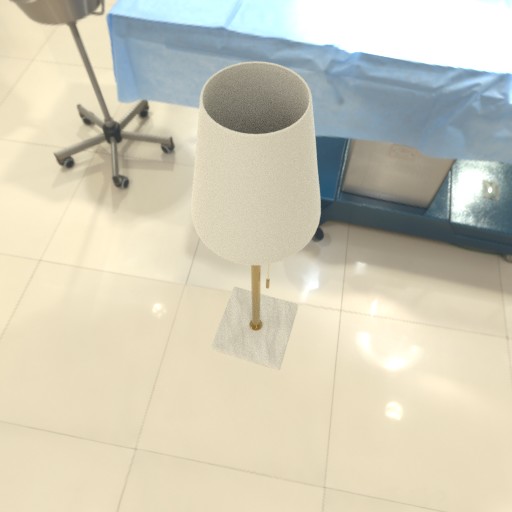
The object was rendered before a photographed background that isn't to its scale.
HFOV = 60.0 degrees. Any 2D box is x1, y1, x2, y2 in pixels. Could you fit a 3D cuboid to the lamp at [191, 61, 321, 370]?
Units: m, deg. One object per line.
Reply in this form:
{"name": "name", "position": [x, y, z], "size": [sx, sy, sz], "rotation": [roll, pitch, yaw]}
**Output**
{"name": "lamp", "position": [0.000, 0.000, 0.733], "size": [0.181, 0.639, 0.181], "rotation": [15, 60, 9]}
